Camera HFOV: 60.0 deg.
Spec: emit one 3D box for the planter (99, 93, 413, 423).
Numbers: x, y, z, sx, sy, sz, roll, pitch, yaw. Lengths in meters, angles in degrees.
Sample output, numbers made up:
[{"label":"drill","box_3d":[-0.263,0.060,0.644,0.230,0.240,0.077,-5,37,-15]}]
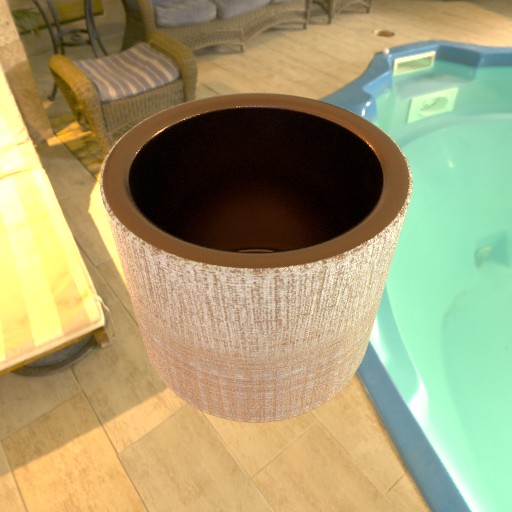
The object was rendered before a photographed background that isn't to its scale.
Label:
[{"label":"planter","box_3d":[0.000,0.000,0.188,0.109,0.096,0.109,0,45,0]}]
